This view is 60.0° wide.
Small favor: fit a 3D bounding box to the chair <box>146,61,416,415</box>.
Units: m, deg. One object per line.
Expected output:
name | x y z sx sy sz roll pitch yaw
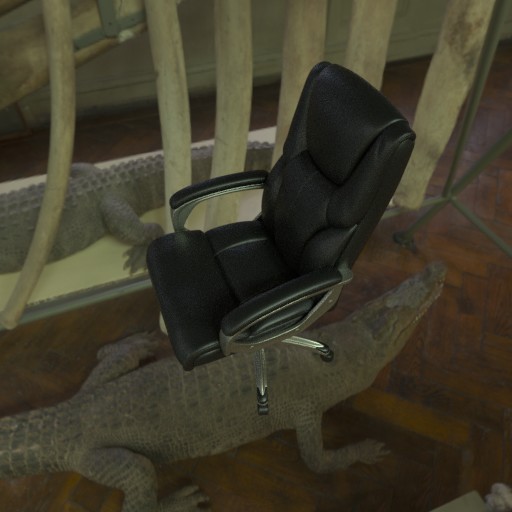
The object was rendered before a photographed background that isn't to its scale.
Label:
chair | 0.000 0.000 1.578 0.739 1.155 0.663 -16 49 -15
